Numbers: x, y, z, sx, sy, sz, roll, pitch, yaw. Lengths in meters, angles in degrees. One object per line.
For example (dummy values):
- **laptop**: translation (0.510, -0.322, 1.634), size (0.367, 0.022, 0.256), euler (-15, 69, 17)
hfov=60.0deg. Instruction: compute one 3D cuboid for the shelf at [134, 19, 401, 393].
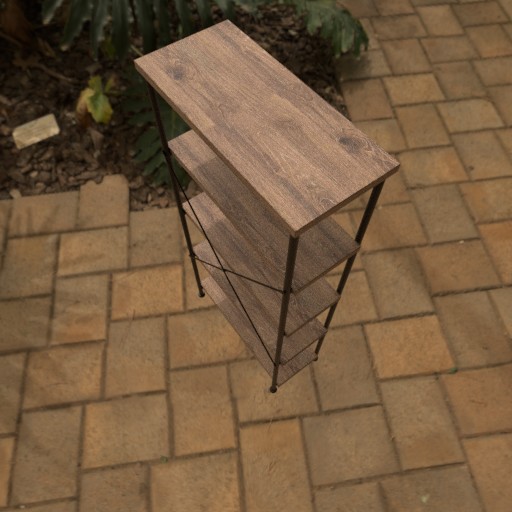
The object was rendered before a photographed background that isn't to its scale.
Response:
- **shelf**: translation (0.000, 0.000, 2.013), size (0.360, 1.700, 0.800), euler (-33, 65, -18)
